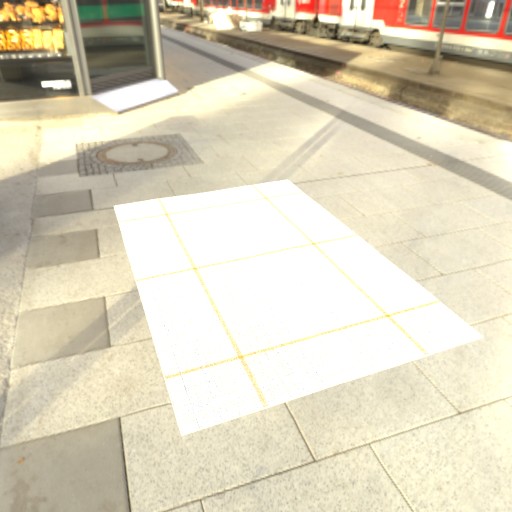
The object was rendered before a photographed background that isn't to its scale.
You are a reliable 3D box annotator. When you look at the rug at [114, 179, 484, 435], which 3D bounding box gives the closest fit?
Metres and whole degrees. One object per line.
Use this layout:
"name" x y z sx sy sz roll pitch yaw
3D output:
"rug" 0.000 0.000 2.296 1.232 0.015 1.825 -12 33 -18
